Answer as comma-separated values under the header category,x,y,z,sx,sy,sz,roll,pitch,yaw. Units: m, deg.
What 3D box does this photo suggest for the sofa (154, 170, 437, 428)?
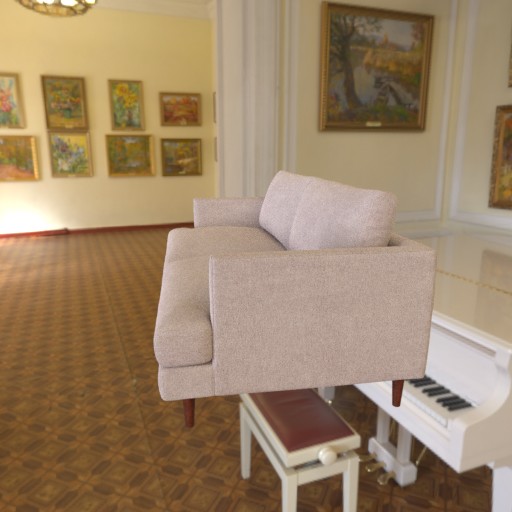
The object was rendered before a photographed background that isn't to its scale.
category,x,y,z,sx,sy,sz,roll,pitch,yaw
sofa,0.000,0.000,2.481,1.020,0.868,1.948,-2,14,-9
